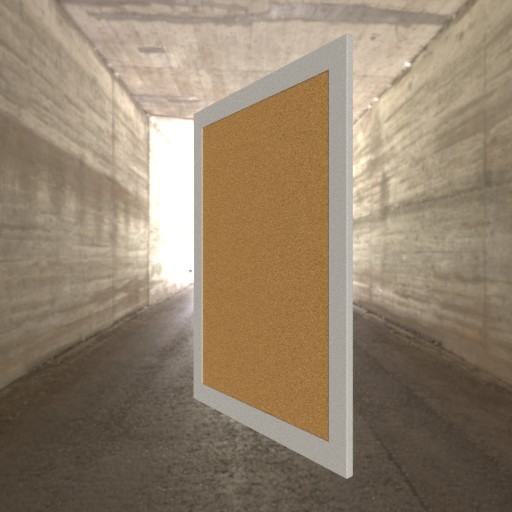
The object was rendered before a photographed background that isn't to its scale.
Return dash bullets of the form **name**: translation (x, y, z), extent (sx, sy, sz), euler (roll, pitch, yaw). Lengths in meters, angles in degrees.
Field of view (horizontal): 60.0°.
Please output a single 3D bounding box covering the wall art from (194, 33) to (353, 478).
- **wall art**: translation (0.000, 0.000, 0.678), extent (0.012, 0.529, 0.374), euler (0, 0, -37)
